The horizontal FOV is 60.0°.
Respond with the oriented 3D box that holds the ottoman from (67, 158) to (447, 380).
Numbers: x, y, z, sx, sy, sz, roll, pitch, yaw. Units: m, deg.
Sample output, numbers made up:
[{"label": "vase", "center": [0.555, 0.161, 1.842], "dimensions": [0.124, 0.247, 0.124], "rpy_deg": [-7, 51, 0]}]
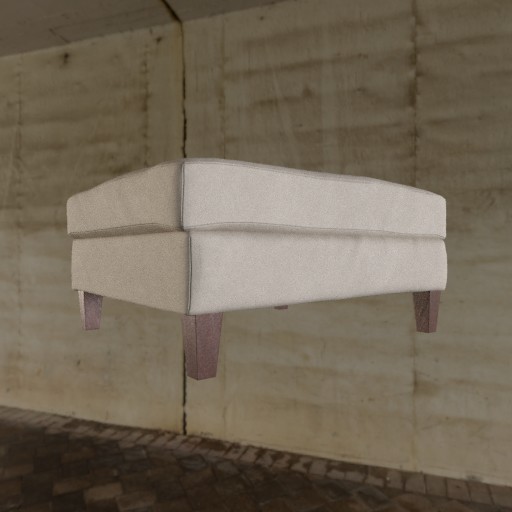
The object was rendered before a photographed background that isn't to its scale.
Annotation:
[{"label": "ottoman", "center": [0.000, 0.000, 1.470], "dimensions": [1.002, 0.492, 0.836], "rpy_deg": [0, 1, -38]}]
